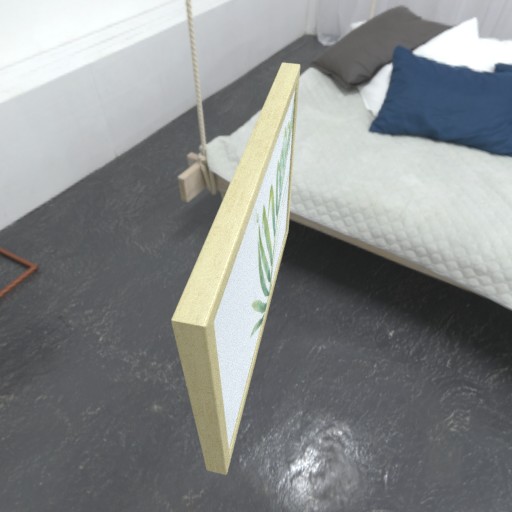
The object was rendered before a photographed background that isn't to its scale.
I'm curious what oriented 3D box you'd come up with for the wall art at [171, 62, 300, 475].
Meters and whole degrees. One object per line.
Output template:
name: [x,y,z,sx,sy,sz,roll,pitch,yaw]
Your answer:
wall art: [0.000,0.000,0.695,0.032,0.381,0.533,9,47,9]
